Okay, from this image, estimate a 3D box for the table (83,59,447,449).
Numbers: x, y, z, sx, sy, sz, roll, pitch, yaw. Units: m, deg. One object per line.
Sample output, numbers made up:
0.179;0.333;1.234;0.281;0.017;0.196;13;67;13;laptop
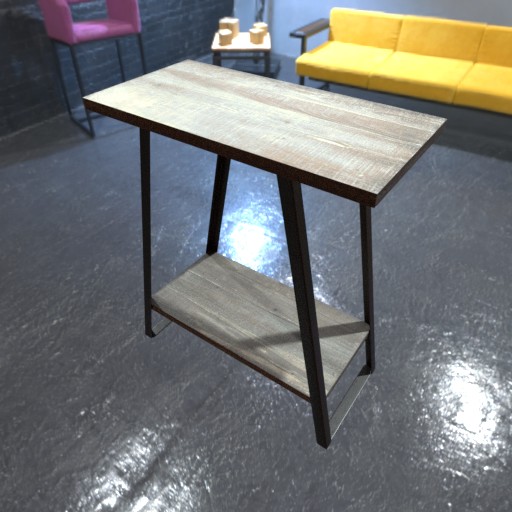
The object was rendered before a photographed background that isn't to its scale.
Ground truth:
0.000;0.000;1.028;0.599;0.701;0.300;24;46;26;table
